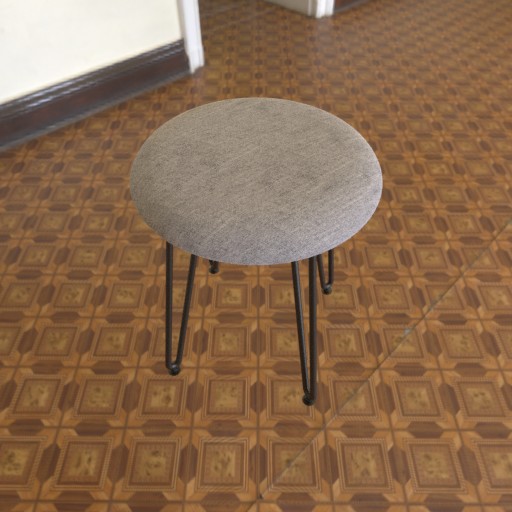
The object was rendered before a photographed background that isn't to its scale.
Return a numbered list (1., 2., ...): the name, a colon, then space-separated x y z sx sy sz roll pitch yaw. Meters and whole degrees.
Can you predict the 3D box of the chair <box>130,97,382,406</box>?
1. chair: 0.000 0.000 0.669 0.350 0.386 0.350 -25 52 -21
